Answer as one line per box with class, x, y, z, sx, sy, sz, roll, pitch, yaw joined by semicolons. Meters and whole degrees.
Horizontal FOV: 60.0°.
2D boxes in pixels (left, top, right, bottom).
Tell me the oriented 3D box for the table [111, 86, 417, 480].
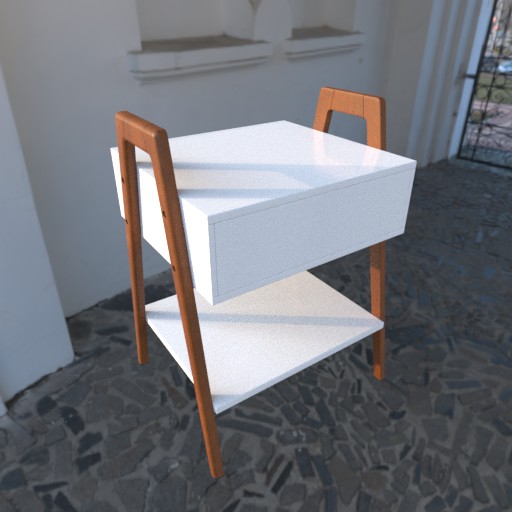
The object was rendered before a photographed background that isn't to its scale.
table;0.000;0.000;0.916;0.457;0.610;0.405;-19;34;-29
